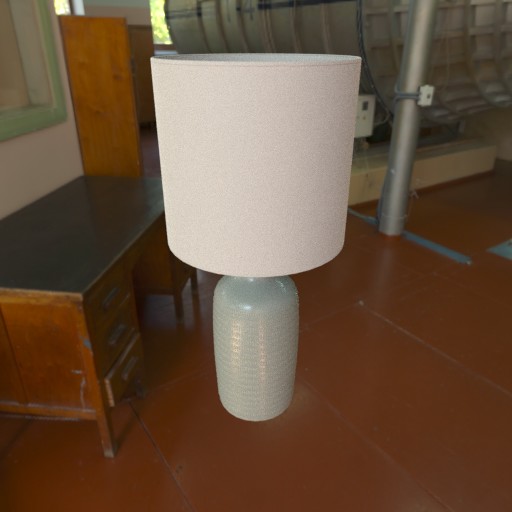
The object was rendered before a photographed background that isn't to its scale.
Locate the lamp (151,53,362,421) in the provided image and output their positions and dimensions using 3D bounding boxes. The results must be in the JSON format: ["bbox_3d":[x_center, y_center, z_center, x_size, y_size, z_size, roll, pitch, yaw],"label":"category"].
[{"bbox_3d":[0.000,0.000,0.578,0.220,0.475,0.220,0,26,0],"label":"lamp"}]
